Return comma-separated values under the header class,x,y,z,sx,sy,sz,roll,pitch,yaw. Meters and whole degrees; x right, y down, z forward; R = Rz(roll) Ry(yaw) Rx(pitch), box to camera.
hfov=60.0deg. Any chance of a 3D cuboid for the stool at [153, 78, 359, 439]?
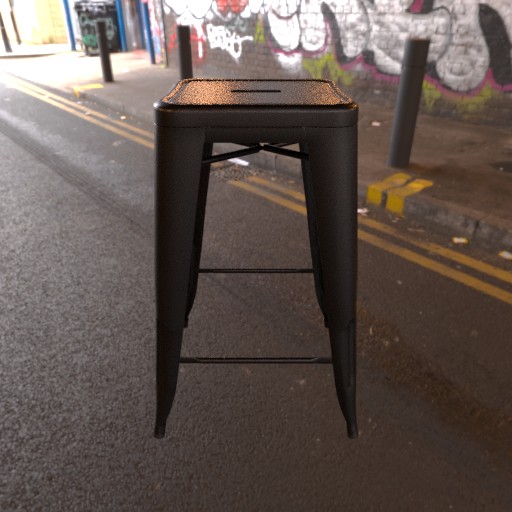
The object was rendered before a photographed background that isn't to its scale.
class,x,y,z,sx,sy,sz,roll,pitch,yaw
stool,0.000,0.000,0.855,0.399,0.609,0.359,0,30,0
